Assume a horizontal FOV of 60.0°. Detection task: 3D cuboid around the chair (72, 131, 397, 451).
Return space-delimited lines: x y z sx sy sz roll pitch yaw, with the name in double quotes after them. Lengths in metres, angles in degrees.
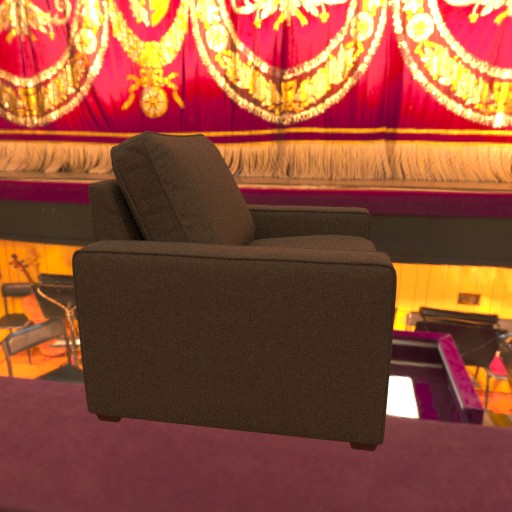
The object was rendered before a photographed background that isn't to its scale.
0.000 0.000 1.707 0.940 0.919 1.017 3 15 9 "chair"
